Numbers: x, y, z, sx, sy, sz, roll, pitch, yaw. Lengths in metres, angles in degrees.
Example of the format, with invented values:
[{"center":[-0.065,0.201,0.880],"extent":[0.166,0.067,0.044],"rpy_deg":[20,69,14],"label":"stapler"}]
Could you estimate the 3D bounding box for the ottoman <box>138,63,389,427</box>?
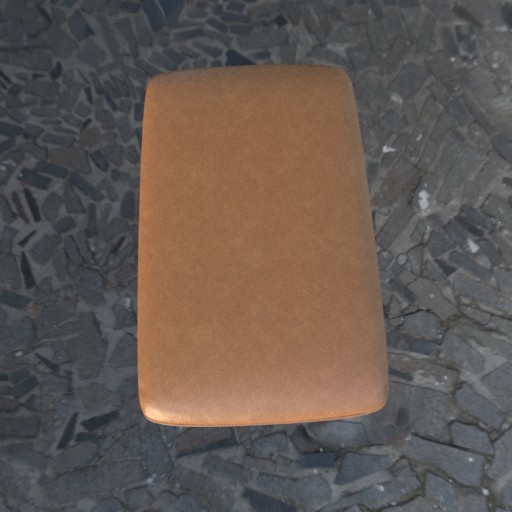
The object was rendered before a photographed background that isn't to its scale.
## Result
[{"center":[0.000,0.000,0.980],"extent":[0.420,0.480,0.670],"rpy_deg":[-3,74,-1],"label":"ottoman"}]
